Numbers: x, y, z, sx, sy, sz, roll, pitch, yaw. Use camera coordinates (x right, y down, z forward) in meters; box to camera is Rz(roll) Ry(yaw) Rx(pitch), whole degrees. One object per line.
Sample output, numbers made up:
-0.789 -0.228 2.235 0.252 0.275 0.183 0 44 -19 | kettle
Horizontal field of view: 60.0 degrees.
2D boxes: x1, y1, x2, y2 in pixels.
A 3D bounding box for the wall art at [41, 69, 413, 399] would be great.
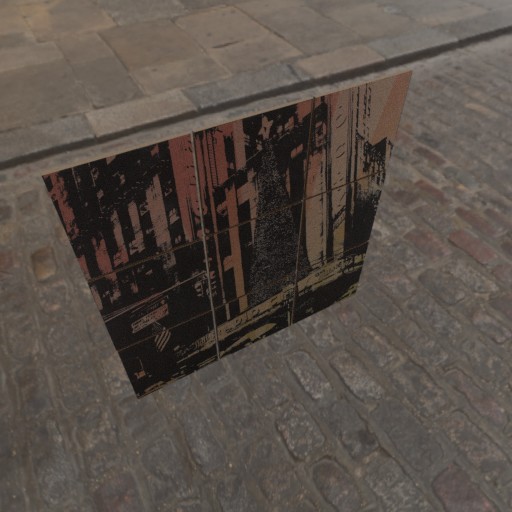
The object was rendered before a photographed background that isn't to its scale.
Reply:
0.000 0.000 2.181 1.527 1.521 0.017 -22 50 -20 | wall art
